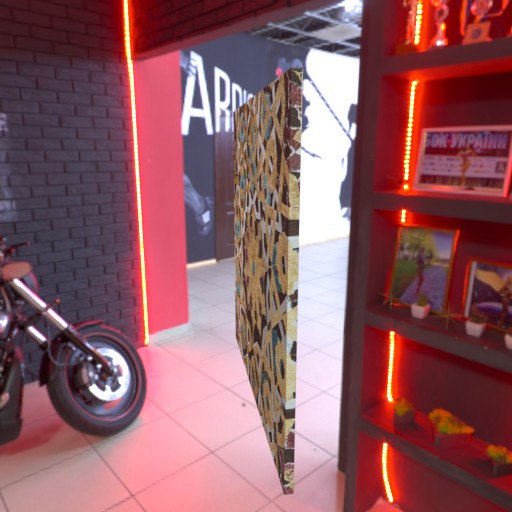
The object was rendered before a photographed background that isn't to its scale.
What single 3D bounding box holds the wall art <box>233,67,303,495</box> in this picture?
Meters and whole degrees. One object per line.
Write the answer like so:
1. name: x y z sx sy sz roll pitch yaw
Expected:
1. wall art: 0.000 0.000 0.599 0.010 0.406 0.404 -2 13 -9
